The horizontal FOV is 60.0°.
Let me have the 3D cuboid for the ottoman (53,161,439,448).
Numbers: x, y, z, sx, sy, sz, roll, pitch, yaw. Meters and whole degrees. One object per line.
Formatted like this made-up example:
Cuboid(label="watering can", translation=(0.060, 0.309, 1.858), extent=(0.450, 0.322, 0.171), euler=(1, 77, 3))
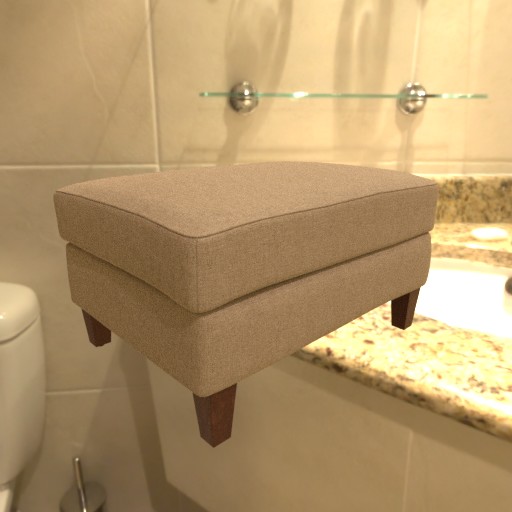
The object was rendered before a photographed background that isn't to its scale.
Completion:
Cuboid(label="ottoman", translation=(0.000, 0.000, 1.290), extent=(0.898, 0.519, 0.677), euler=(-16, 24, -40))
